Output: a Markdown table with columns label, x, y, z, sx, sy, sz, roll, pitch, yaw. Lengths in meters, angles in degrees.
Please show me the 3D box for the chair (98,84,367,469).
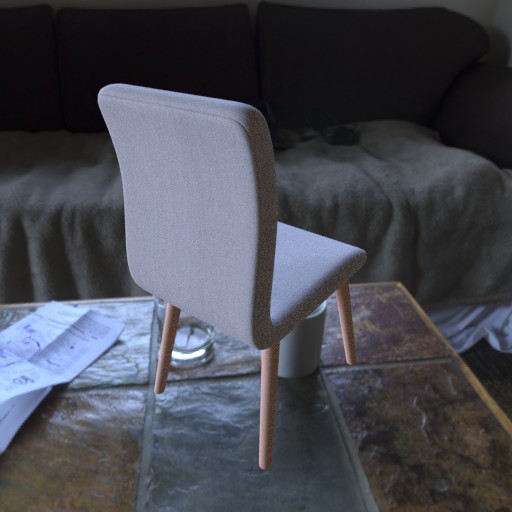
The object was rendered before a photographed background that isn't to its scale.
| label | x | y | z | sx | sy | sz | roll | pitch | yaw |
| --- | --- | --- | --- | --- | --- | --- | --- | --- | --- |
| chair | 0.000 | 0.000 | 1.169 | 0.435 | 0.885 | 0.550 | 21 | 36 | 32 |
